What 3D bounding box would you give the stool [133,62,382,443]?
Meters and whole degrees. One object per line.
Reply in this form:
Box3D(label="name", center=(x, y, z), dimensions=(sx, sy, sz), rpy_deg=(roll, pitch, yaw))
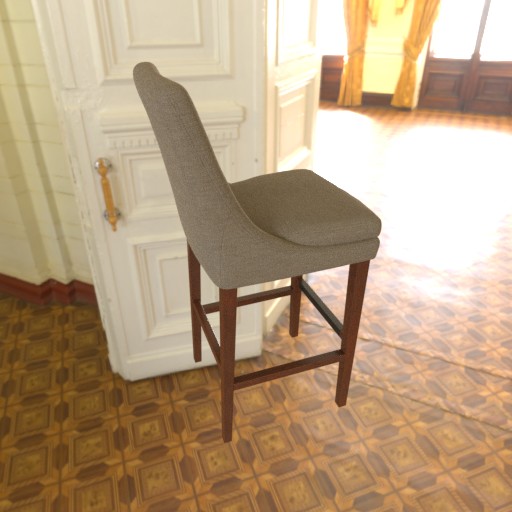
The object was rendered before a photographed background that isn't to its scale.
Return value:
Box3D(label="stool", center=(0.000, 0.000, 1.359), dimensions=(0.577, 1.078, 0.470), rpy_deg=(-11, 32, -18))
